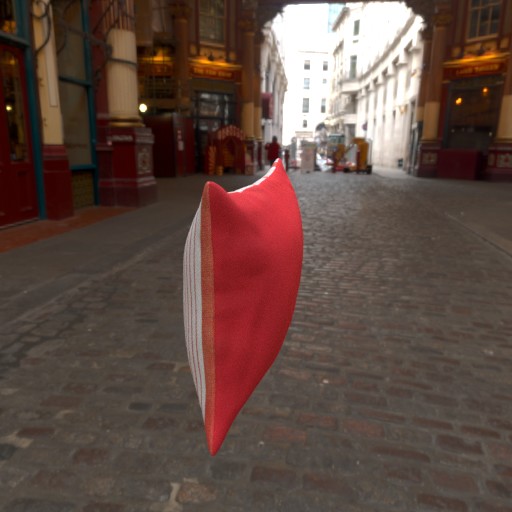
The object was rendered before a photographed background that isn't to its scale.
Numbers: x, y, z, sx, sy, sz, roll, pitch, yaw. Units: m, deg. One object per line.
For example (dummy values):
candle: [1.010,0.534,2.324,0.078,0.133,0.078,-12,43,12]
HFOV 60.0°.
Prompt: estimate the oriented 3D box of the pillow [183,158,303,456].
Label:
pillow: [0.000,0.000,0.729,0.151,0.297,0.608,2,14,9]
